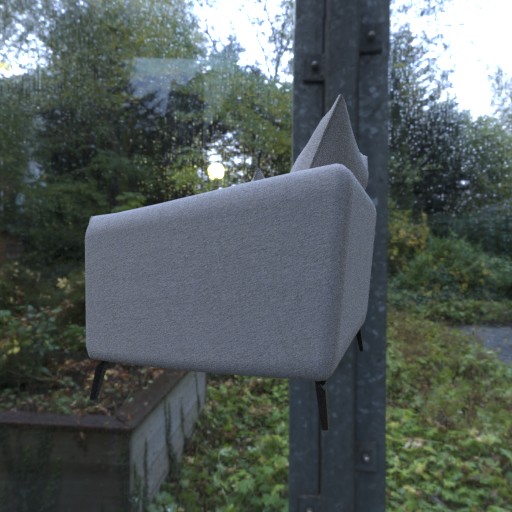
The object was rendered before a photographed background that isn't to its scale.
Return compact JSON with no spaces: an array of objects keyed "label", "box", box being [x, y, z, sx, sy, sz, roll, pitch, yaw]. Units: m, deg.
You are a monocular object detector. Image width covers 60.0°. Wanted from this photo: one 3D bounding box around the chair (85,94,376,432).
[{"label":"chair","box":[0.000,0.000,1.630,0.801,0.856,1.029,0,1,19]}]
